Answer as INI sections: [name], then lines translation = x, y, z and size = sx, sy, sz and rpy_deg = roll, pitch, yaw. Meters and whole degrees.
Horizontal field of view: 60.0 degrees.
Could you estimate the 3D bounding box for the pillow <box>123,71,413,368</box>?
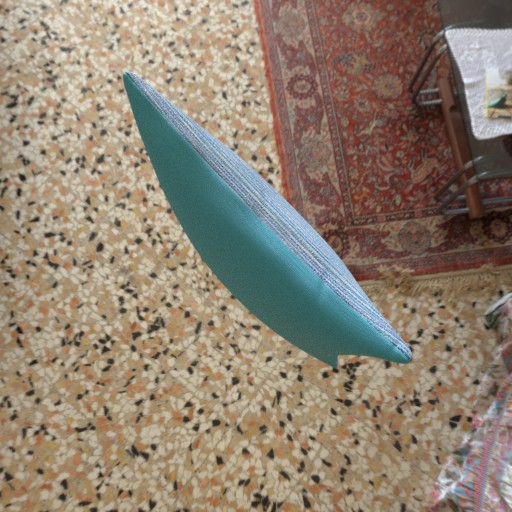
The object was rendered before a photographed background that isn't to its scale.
[pillow]
translation = 0.000, 0.000, 0.773
size = 0.150, 0.497, 0.514
rpy_deg = -42, 79, -10
